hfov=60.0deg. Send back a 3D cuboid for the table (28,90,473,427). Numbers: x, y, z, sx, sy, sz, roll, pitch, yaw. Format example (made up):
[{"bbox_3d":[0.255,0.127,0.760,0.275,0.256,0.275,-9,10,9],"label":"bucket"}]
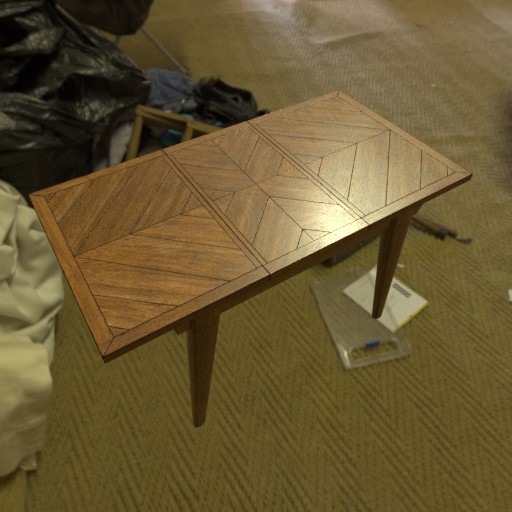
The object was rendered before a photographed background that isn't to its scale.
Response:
[{"bbox_3d":[0.000,0.000,1.859,1.400,0.760,0.757,-25,52,-21],"label":"table"}]
